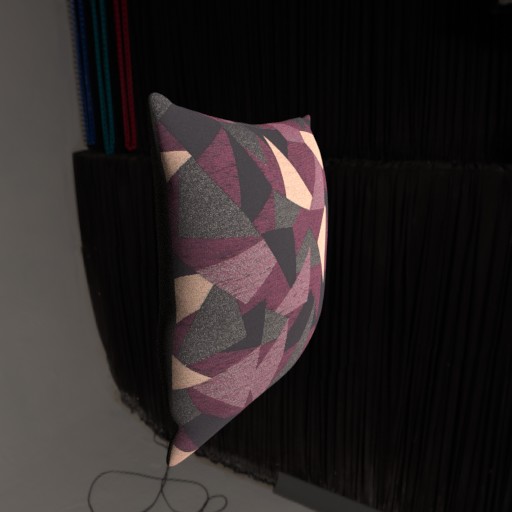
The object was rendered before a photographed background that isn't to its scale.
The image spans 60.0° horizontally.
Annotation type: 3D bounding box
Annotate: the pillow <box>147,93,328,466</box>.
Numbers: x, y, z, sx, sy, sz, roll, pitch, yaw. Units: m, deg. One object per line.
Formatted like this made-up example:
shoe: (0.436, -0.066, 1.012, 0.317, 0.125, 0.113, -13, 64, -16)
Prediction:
pillow: (0.000, 0.000, 0.764, 0.208, 0.496, 0.503, 8, 17, 27)
